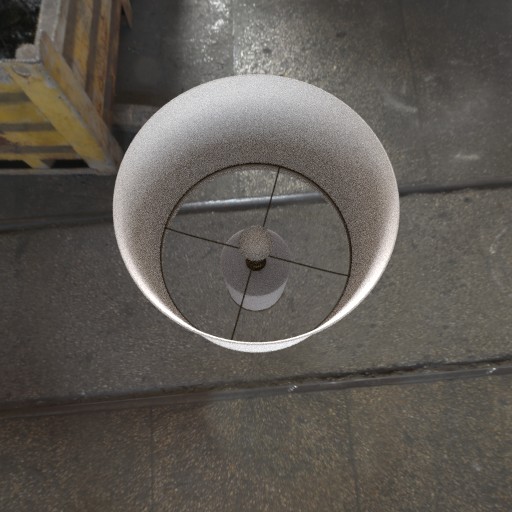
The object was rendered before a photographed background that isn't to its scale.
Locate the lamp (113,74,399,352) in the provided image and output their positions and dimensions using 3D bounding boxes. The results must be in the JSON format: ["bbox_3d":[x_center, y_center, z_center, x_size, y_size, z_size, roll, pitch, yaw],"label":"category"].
[{"bbox_3d":[0.000,0.000,0.538,0.229,0.380,0.229,0,76,0],"label":"lamp"}]
